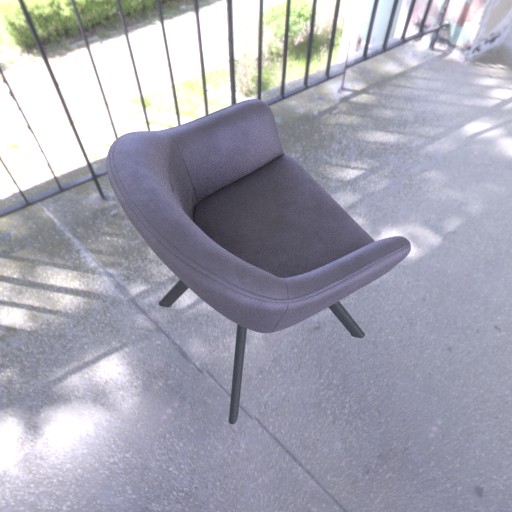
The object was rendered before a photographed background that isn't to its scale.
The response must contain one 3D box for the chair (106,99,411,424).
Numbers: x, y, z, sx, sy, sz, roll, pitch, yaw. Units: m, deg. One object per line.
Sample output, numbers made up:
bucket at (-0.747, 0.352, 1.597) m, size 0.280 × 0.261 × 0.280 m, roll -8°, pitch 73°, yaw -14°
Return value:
chair at (0.000, 0.000, 1.149) m, size 0.544 × 0.781 × 0.567 m, roll -29°, pitch 61°, yaw -18°
